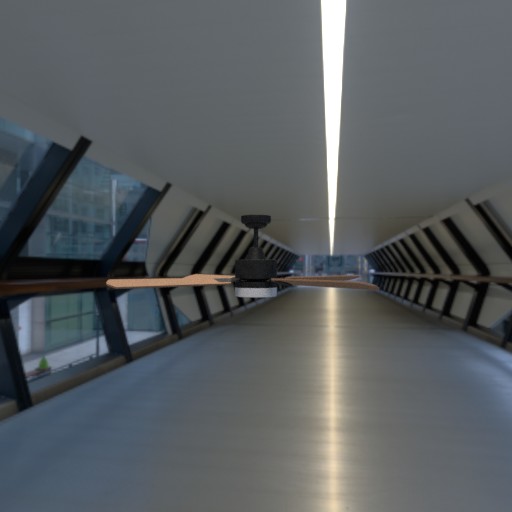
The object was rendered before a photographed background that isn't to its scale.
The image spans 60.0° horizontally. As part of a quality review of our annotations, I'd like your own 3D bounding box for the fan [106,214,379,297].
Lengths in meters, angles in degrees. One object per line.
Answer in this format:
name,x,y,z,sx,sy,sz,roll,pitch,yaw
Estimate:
fan,0.000,0.000,1.975,1.320,0.355,1.320,1,-1,-36
